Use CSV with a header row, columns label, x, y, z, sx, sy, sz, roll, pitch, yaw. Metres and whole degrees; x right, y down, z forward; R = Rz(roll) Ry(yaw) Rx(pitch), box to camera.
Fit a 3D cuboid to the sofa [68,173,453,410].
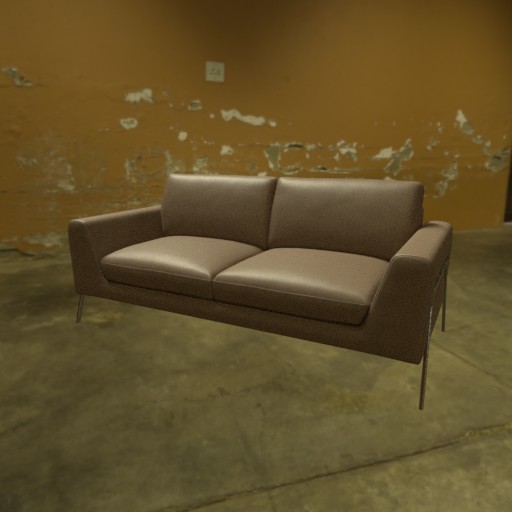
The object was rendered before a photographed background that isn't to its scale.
label,x,y,z,sx,sy,sz,roll,pitch,yaw
sofa,0.000,0.000,2.555,2.017,0.875,0.953,7,15,27
